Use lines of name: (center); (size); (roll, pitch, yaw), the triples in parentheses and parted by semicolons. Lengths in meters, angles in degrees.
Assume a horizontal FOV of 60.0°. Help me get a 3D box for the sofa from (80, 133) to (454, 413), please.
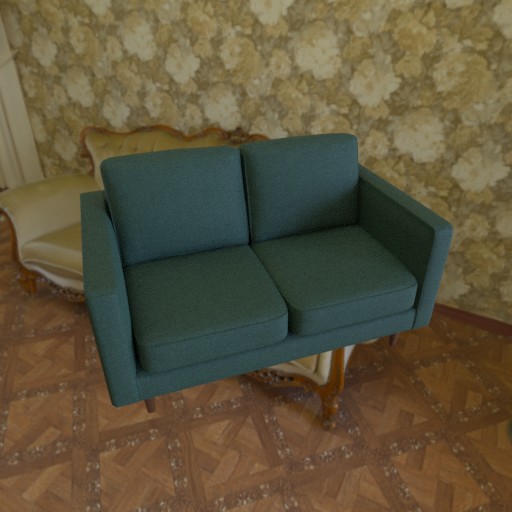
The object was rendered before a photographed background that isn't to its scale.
sofa: (0.000, 0.000, 2.032); (1.430, 0.899, 0.879); (-11, 34, -16)
